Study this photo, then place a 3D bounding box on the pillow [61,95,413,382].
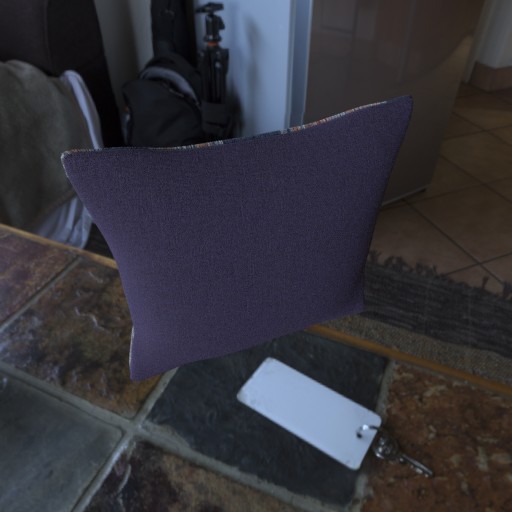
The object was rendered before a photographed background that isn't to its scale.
[{"bbox_3d":[0.000,0.000,0.647,0.437,0.419,0.136,-14,44,-15],"label":"pillow"}]
